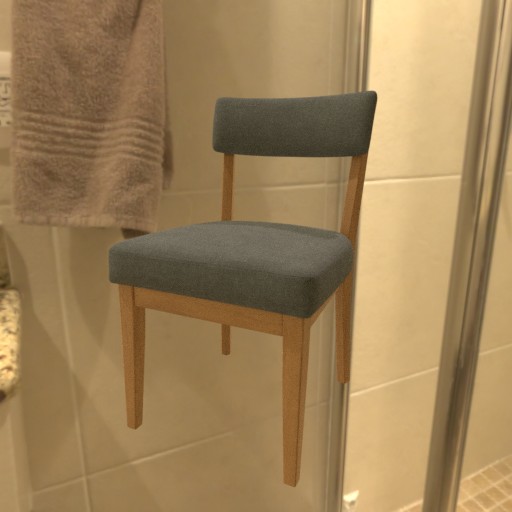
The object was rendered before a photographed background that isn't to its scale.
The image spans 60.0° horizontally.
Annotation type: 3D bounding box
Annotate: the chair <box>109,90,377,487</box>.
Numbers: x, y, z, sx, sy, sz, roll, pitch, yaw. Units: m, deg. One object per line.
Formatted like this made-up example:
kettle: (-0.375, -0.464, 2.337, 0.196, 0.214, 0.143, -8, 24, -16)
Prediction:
chair: (0.000, 0.000, 1.157, 0.508, 0.832, 0.572, 7, 17, 25)
